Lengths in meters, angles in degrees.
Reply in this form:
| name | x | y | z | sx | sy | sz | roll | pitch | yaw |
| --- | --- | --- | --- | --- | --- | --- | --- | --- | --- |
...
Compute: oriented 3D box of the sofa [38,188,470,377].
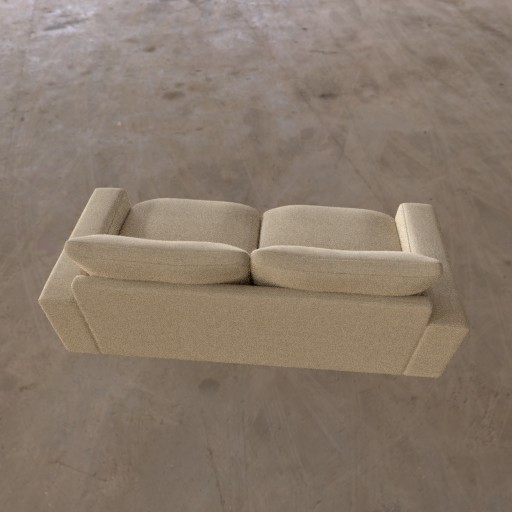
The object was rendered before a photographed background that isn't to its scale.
| name | x | y | z | sx | sy | sz | roll | pitch | yaw |
| --- | --- | --- | --- | --- | --- | --- | --- | --- | --- |
| sofa | 0.000 | 0.000 | 2.759 | 2.299 | 0.922 | 1.040 | 3 | 47 | 3 |
